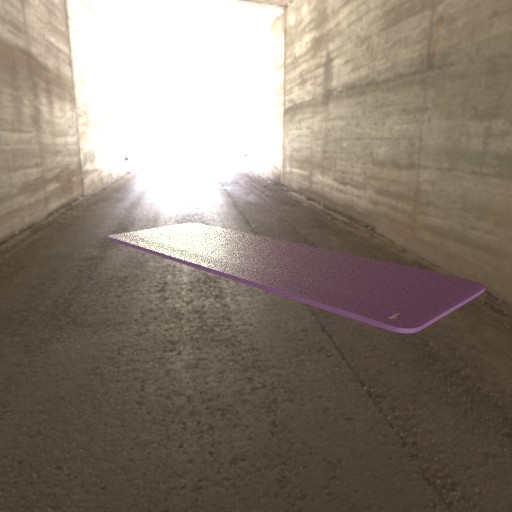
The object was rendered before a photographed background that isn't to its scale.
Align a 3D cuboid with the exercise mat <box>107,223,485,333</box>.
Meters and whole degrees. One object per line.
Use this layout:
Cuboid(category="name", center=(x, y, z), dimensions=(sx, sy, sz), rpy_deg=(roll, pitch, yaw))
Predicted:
Cuboid(category="exercise mat", center=(0.000, 0.000, 2.092), dimensions=(0.616, 0.021, 1.869), rpy_deg=(-14, 20, -43))
